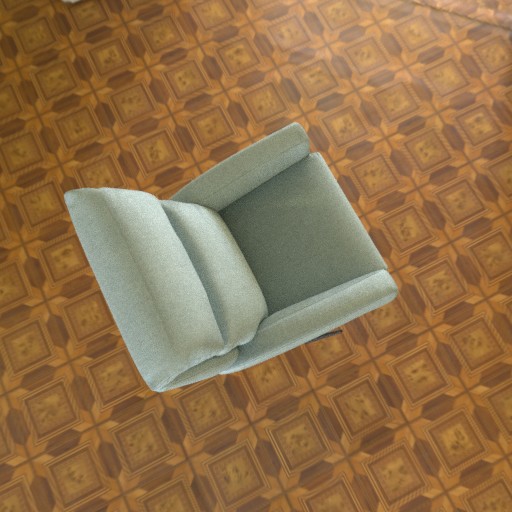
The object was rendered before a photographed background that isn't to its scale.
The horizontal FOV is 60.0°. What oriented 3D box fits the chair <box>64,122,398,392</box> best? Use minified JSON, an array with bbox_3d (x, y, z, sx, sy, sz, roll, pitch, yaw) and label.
[{"bbox_3d":[0.000,0.000,1.675,0.940,1.013,0.812,-27,79,-6],"label":"chair"}]
